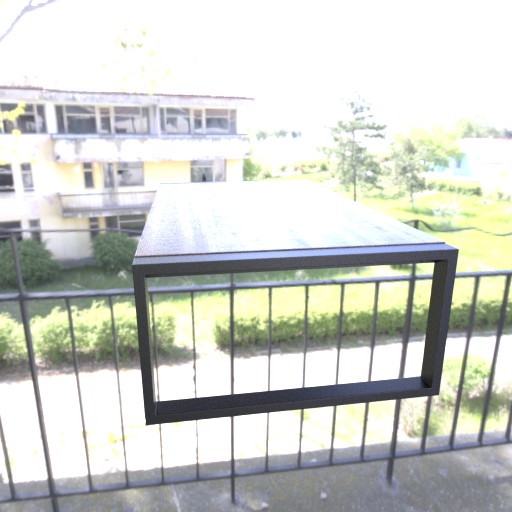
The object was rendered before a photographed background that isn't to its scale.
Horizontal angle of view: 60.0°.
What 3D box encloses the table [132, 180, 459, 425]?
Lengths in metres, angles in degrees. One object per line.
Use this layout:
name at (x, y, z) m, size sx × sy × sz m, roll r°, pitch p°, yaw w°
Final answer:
table at (0.000, 0.000, 1.683) m, size 0.750 × 0.400 × 1.350 m, roll -3°, pitch 17°, yaw -9°
